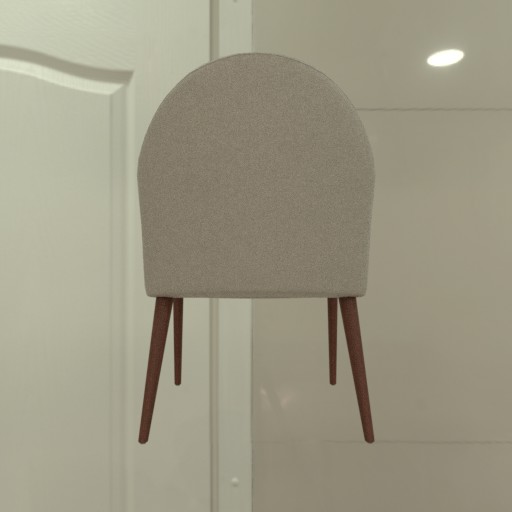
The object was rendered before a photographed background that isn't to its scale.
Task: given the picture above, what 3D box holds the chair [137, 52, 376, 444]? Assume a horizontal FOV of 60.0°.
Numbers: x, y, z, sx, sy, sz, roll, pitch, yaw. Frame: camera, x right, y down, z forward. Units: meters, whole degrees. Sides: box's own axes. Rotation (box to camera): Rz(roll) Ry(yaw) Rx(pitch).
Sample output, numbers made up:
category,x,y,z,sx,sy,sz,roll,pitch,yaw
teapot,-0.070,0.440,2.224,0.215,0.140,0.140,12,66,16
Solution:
category,x,y,z,sx,sy,sz,roll,pitch,yaw
chair,0.000,0.000,1.266,0.610,0.889,0.620,0,-1,0
